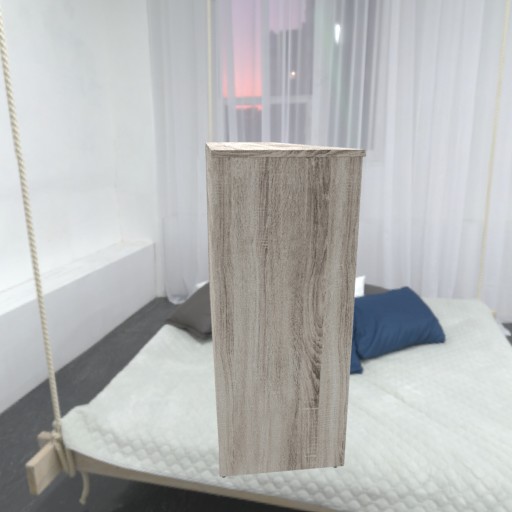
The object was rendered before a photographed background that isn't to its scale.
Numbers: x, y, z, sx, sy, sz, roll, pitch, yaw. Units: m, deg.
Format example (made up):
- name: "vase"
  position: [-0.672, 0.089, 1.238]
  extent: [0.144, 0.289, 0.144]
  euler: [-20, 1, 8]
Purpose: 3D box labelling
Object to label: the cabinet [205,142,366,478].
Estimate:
- name: "cabinet"
  position: [0.000, 0.000, 1.846]
  extent: [0.380, 0.900, 1.450]
  euler: [-2, 15, -7]
